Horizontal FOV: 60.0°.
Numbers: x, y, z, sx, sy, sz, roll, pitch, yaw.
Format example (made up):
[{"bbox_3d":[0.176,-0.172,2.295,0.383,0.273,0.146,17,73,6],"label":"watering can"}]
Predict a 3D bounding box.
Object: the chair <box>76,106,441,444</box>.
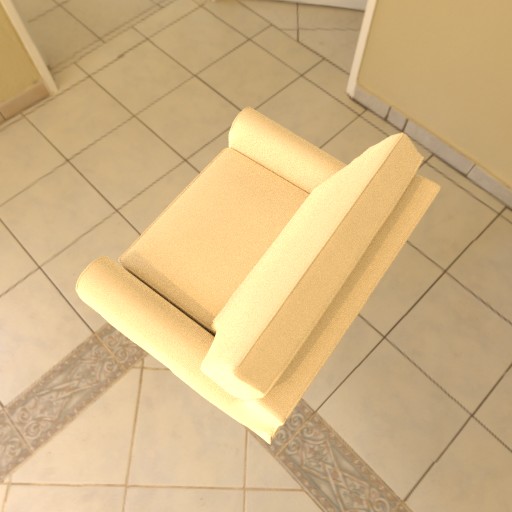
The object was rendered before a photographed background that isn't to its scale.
[{"bbox_3d":[0.000,0.000,1.767,0.904,0.958,1.099,34,69,15],"label":"chair"}]
